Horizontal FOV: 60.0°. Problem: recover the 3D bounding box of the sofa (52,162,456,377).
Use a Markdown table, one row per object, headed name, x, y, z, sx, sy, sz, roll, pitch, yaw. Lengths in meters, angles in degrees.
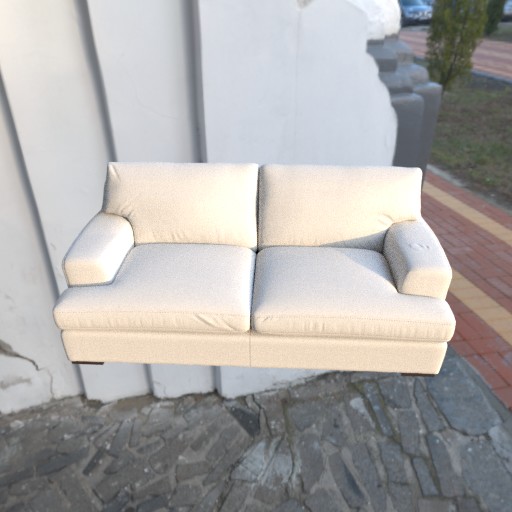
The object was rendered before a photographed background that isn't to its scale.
| name | x | y | z | sx | sy | sz | roll | pitch | yaw |
| --- | --- | --- | --- | --- | --- | --- | --- | --- | --- |
| sofa | 0.000 | 0.000 | 2.797 | 2.261 | 0.940 | 1.143 | 1 | 31 | 2 |
